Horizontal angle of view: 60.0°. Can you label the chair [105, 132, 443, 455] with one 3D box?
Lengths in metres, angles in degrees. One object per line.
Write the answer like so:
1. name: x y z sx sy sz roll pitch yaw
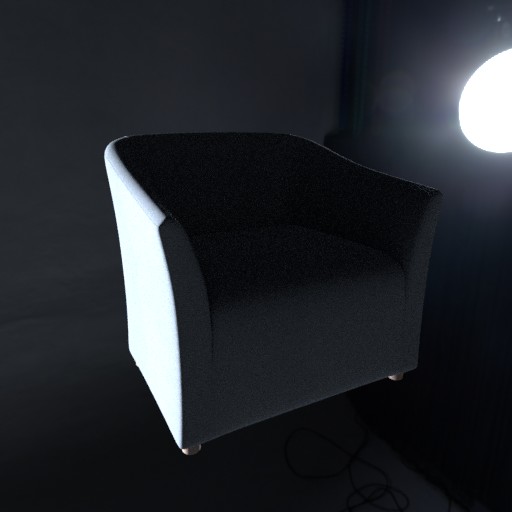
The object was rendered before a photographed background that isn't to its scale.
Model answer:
1. chair: 0.000 0.000 1.360 0.790 0.720 0.700 -9 19 -27
